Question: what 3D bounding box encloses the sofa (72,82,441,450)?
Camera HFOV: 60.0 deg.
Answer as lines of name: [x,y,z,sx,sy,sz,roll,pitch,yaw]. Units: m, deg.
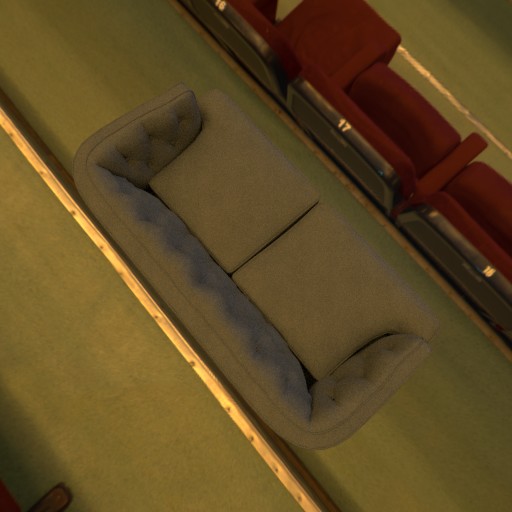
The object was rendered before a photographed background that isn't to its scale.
sofa: [0.000,0.000,2.232,0.941,0.855,1.733,-40,80,-9]
